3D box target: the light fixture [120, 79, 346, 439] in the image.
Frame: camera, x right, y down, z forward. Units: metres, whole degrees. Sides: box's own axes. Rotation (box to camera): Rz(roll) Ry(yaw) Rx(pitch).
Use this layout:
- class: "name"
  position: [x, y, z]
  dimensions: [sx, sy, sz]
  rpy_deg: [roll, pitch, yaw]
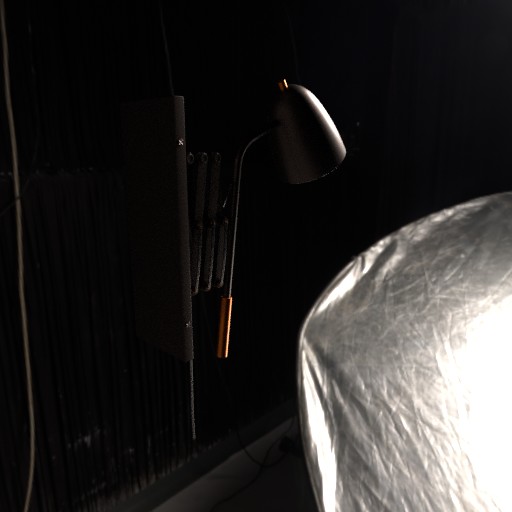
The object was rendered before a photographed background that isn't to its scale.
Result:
- class: "light fixture"
  position: [0.000, 0.000, 0.935]
  dimensions: [0.162, 0.715, 0.499]
  rpy_deg: [13, 19, 42]
